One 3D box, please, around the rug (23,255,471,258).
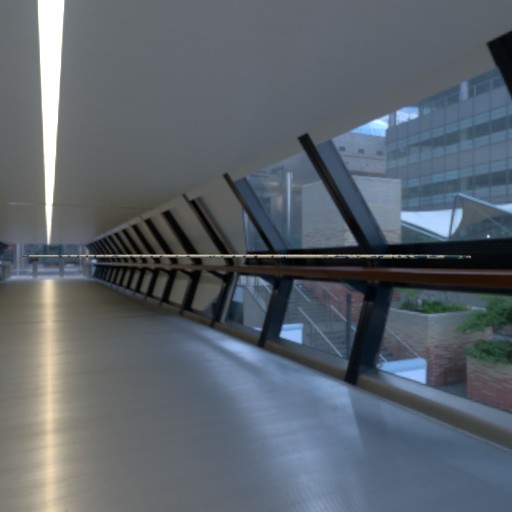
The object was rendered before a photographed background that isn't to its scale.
[{"bbox_3d":[0.000,0.000,2.968,2.435,0.011,1.517,0,0,19],"label":"rug"}]
